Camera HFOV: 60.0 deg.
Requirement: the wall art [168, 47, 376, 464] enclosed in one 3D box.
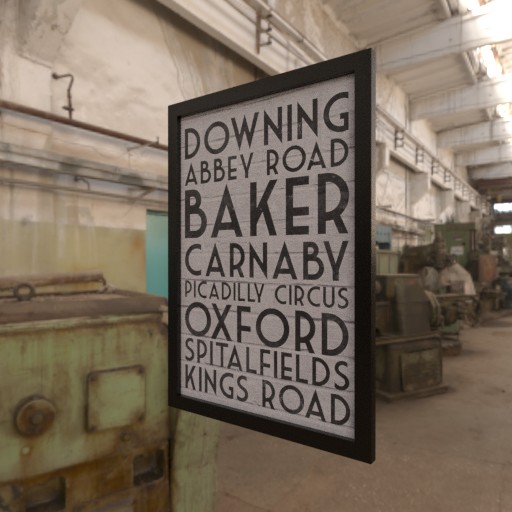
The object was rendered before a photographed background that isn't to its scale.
[{"bbox_3d":[0.000,0.000,0.840,0.462,0.656,0.019,0,0,36],"label":"wall art"}]
